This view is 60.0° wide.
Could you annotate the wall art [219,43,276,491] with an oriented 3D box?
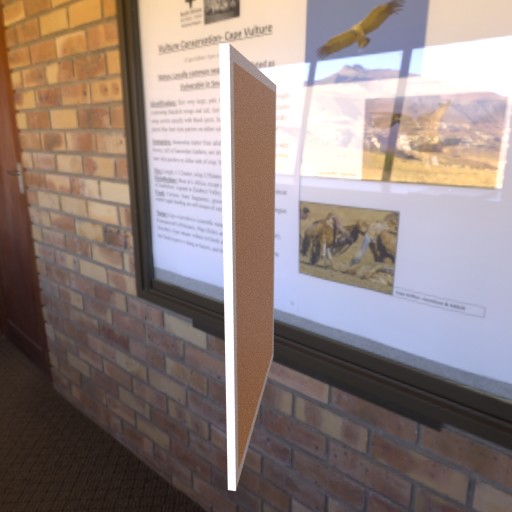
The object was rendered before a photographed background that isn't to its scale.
[{"bbox_3d":[0.000,0.000,0.841,0.013,0.656,0.456,3,15,9],"label":"wall art"}]
